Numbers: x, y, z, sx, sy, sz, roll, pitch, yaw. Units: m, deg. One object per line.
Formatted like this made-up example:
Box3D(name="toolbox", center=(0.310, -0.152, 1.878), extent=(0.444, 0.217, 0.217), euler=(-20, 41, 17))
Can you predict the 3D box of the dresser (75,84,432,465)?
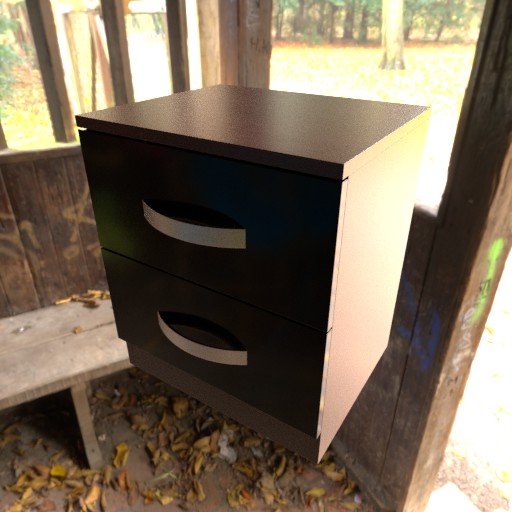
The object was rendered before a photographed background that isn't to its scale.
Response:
Box3D(name="dresser", center=(0.000, 0.000, 0.746), extent=(0.400, 0.470, 0.360), euler=(18, 34, 28))
